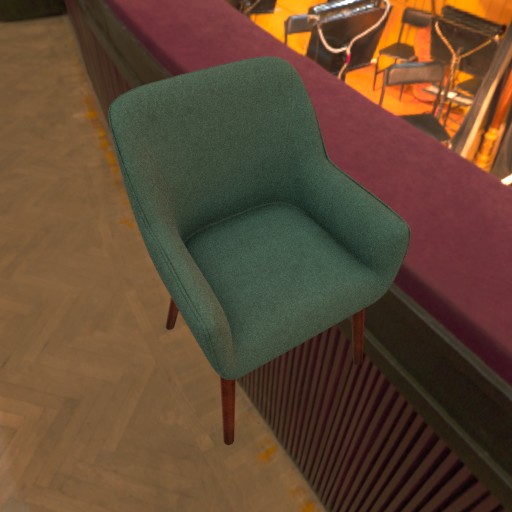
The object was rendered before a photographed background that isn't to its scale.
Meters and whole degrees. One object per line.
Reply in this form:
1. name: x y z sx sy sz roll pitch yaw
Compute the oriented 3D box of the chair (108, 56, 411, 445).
1. chair: 0.000 0.000 1.163 0.543 0.803 0.519 -24 51 -22
